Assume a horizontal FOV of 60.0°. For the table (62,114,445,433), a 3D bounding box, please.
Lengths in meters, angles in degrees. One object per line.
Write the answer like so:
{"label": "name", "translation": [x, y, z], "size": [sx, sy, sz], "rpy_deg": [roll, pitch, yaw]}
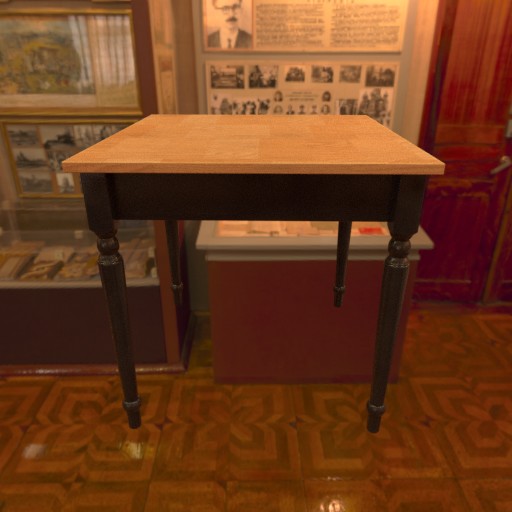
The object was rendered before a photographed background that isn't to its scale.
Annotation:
{"label": "table", "translation": [0.000, 0.000, 1.353], "size": [0.747, 0.738, 0.747], "rpy_deg": [1, 25, 1]}
